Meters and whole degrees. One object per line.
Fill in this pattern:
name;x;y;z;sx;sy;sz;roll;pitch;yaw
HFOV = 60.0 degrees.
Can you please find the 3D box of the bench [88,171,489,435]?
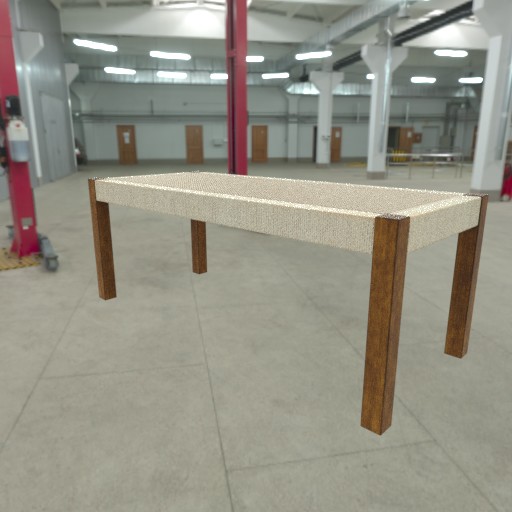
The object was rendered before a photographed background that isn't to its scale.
bench;0.000;0.000;1.439;1.198;0.457;0.507;14;20;42
